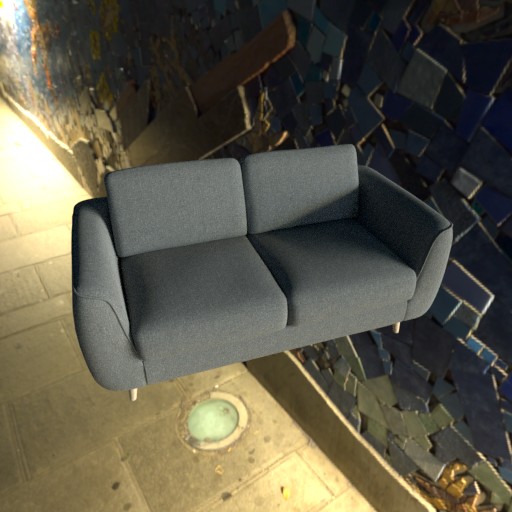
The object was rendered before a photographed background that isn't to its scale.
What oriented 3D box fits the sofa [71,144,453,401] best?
[{"bbox_3d":[0.000,0.000,2.226,1.700,0.870,0.920,-10,34,-16],"label":"sofa"}]
